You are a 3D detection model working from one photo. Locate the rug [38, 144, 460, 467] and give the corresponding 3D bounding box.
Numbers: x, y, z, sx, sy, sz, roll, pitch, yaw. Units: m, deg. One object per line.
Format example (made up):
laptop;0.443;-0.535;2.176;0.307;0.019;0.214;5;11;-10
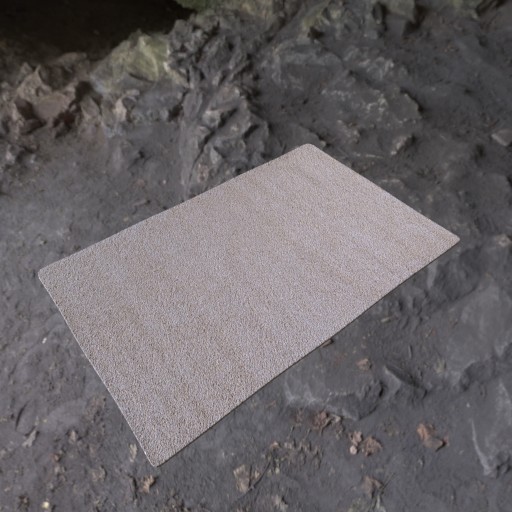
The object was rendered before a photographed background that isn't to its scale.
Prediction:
rug;0.000;0.000;2.888;2.349;0.026;1.500;-30;54;-25
